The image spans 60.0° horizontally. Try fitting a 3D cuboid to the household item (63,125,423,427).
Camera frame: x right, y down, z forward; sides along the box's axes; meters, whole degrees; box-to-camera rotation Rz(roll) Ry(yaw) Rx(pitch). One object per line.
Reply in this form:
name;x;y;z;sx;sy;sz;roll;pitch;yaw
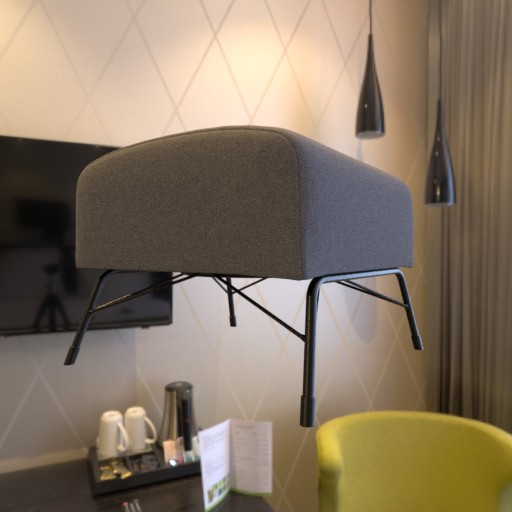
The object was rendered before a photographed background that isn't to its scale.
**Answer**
household item;0.000;0.000;0.904;0.530;0.410;0.530;1;1;35
